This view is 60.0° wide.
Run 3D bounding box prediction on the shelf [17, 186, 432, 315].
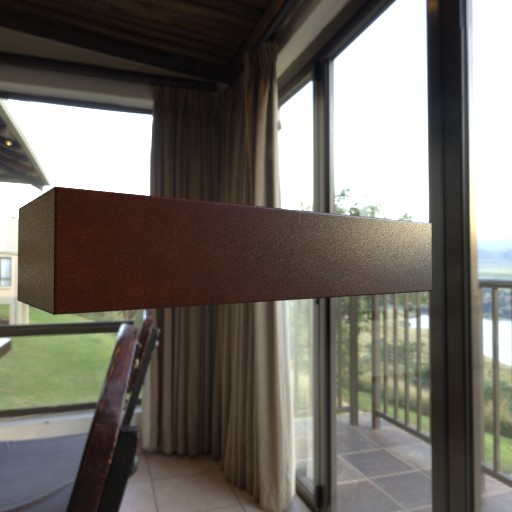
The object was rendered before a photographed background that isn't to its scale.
[{"bbox_3d":[0.000,0.000,0.501,0.457,0.088,0.152,1,-1,-37],"label":"shelf"}]
